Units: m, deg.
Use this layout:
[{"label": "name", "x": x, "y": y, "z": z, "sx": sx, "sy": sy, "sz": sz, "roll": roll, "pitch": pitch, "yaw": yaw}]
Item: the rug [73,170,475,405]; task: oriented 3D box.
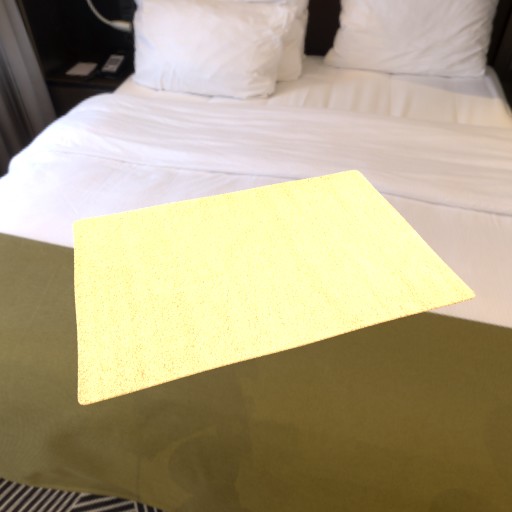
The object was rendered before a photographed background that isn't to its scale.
[{"label": "rug", "x": 0.000, "y": 0.000, "z": 3.453, "sx": 2.698, "sy": 0.025, "sz": 1.798, "roll": -12, "pitch": 43, "yaw": -13}]
